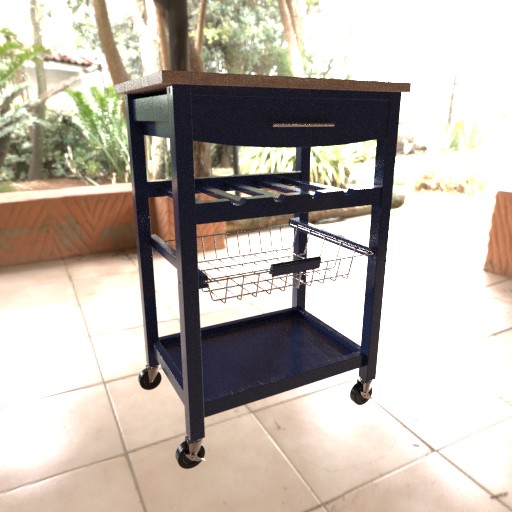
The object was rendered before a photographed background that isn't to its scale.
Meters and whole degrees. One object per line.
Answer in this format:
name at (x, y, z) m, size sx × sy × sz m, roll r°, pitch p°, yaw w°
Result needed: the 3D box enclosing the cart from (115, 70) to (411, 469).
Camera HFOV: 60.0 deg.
cart at (0.000, 0.000, 1.156) m, size 0.584 × 0.839 × 0.403 m, roll -9°, pitch 19°, yaw -27°
